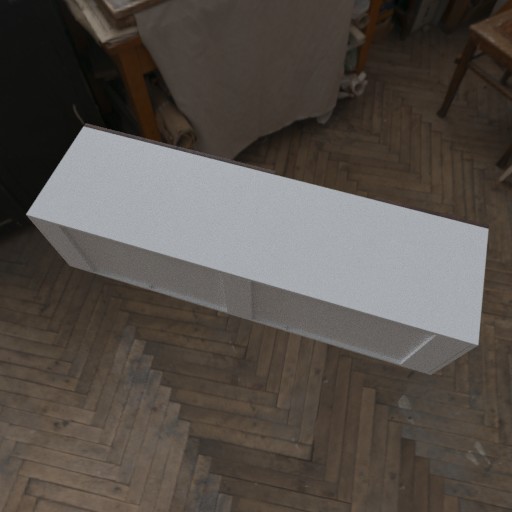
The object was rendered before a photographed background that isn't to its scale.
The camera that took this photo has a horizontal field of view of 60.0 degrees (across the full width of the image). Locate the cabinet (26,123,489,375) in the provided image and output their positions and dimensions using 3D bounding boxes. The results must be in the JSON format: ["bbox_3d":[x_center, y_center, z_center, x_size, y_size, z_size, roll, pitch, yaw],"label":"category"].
[{"bbox_3d":[0.000,0.000,1.729,1.499,0.533,0.431,16,64,8],"label":"cabinet"}]
